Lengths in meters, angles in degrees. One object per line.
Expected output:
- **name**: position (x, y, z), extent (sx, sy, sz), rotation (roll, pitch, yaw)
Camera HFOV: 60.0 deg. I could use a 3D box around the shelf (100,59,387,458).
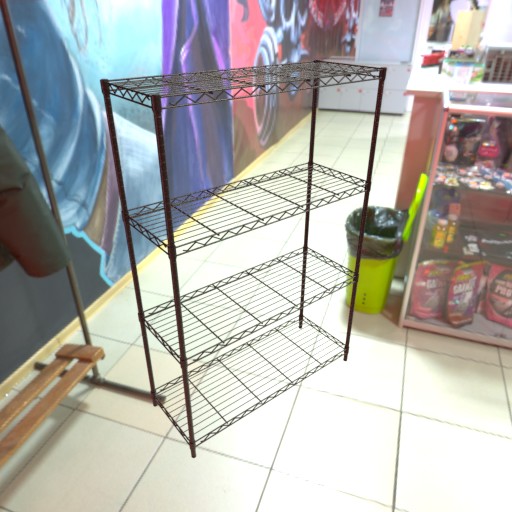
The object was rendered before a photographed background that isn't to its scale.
- **shelf**: position (0.000, 0.000, 1.766), extent (0.907, 1.361, 0.352), rotation (-21, 36, -33)
